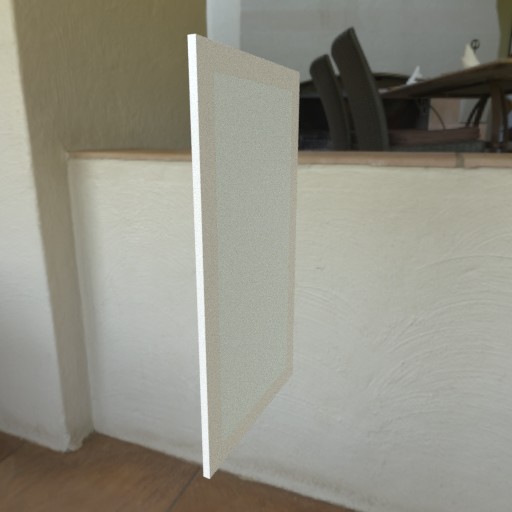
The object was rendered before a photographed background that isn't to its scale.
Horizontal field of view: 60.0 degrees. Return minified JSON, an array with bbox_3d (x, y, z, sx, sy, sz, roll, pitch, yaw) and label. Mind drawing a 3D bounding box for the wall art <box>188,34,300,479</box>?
[{"bbox_3d":[0.000,0.000,0.824,0.013,0.683,0.380,7,16,25],"label":"wall art"}]
